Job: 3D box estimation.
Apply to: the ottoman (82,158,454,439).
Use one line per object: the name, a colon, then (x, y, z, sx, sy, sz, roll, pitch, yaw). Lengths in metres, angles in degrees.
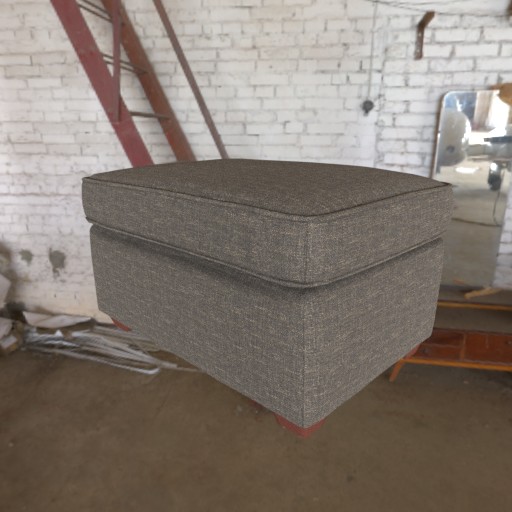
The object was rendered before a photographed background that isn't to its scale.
ottoman: (0.000, 0.000, 1.084, 0.749, 0.450, 0.549, 16, 23, 42)
